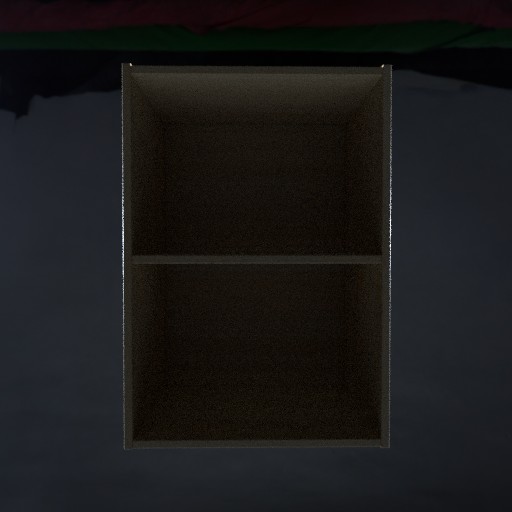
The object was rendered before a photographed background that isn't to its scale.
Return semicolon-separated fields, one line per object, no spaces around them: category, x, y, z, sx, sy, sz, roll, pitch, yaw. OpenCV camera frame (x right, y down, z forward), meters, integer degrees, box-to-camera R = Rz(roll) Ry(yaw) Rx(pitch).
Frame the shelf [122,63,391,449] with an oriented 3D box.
shelf;0.000;0.000;0.825;0.414;0.592;0.290;0;1;-1
